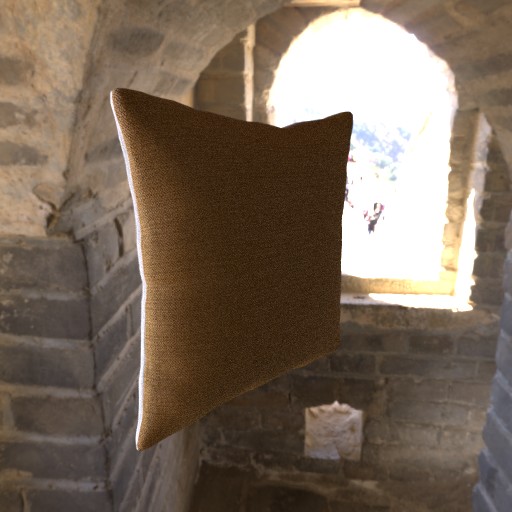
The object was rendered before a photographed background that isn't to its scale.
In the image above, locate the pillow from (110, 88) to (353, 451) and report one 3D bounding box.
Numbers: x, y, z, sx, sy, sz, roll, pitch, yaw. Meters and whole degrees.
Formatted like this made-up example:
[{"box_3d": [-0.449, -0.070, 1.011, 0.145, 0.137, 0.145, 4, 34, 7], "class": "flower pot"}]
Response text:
[{"box_3d": [0.000, 0.000, 0.658, 0.432, 0.437, 0.147, -14, 20, -43], "class": "pillow"}]
